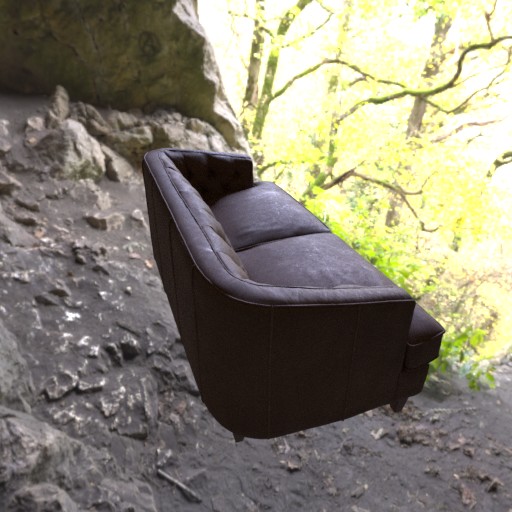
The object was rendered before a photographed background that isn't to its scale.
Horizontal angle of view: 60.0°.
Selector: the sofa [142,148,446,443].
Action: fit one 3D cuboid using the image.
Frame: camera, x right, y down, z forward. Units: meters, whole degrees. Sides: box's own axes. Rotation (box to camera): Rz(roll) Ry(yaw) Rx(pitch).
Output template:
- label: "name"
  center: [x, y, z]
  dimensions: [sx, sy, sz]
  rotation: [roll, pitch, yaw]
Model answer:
- label: "sofa"
  center: [0.000, 0.000, 2.252]
  dimensions: [0.917, 0.799, 1.767]
  rotation: [-10, 31, -17]
